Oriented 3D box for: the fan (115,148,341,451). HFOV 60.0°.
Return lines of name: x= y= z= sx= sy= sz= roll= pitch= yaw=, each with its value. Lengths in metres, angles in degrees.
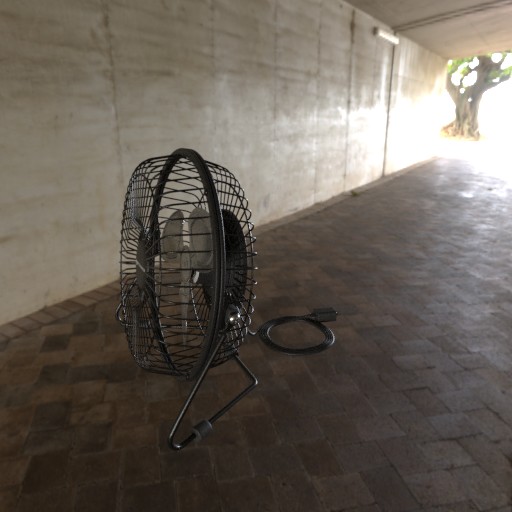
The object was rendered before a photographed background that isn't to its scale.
fan: x=0.000 y=0.000 z=0.388 sx=0.227 sy=0.188 sz=0.209 roll=-8 pitch=20 yaw=-24
